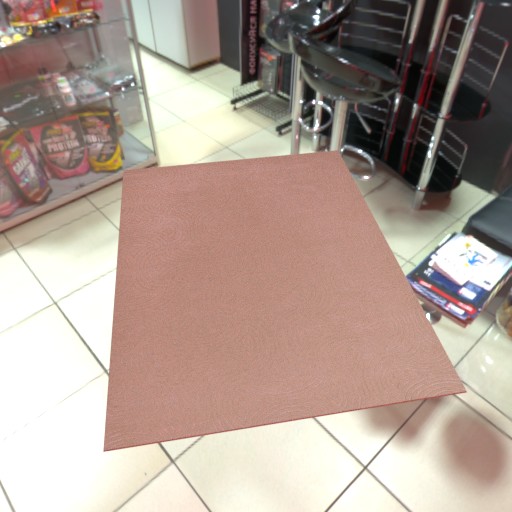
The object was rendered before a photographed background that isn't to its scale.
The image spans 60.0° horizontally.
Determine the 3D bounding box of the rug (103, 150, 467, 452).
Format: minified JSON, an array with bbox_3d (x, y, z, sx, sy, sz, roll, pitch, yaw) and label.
[{"bbox_3d":[0.000,0.000,3.354,2.073,0.011,2.584,-7,46,-7],"label":"rug"}]
